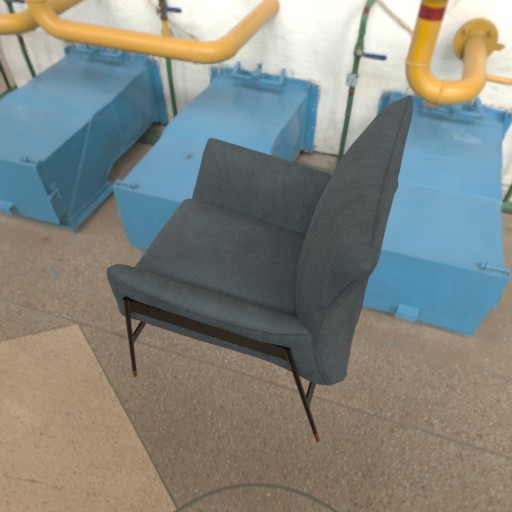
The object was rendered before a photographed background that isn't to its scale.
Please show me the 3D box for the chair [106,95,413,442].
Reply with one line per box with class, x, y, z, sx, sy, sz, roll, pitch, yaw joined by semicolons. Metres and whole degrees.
chair;0.000;0.000;1.379;0.709;0.858;0.678;15;49;13
